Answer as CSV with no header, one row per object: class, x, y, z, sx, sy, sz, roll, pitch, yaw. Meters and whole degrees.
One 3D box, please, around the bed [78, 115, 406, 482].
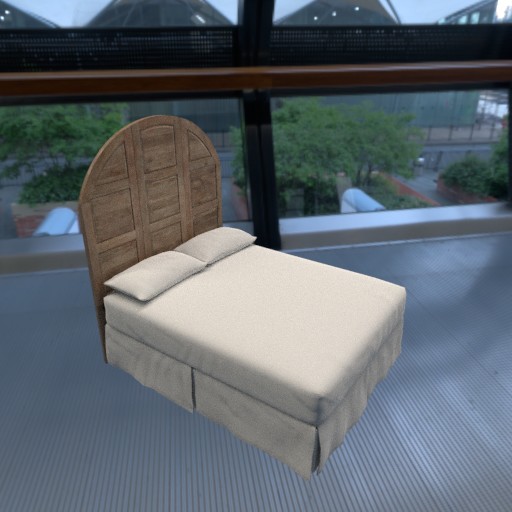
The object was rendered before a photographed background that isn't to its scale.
bed,0.000,0.000,3.524,2.112,2.002,1.713,16,29,31
